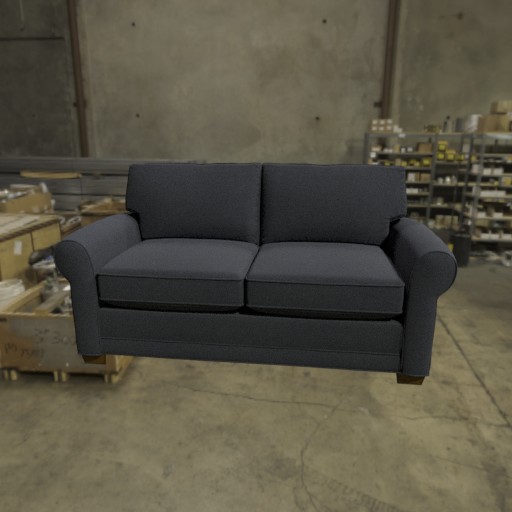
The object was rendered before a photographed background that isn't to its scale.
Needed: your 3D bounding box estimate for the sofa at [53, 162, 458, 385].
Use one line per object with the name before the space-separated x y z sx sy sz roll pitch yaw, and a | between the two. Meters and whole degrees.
sofa | 0.000 0.000 2.571 2.009 1.031 0.951 2 15 7
